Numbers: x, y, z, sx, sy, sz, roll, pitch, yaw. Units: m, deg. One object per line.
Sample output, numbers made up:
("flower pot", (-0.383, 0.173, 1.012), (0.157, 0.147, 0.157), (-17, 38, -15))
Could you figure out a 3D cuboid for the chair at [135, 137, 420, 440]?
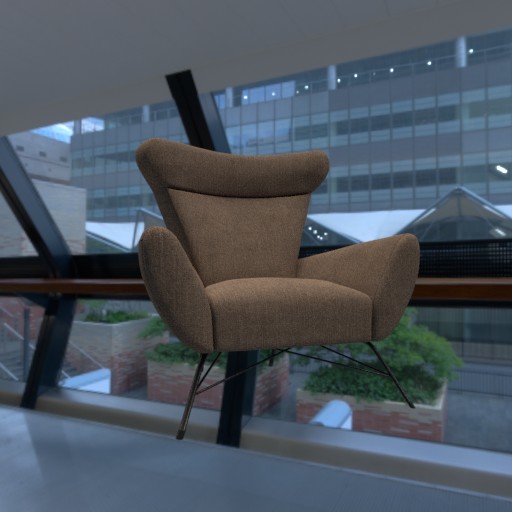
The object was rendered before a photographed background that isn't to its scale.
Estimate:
("chair", (0.000, 0.000, 1.790), (0.980, 1.040, 0.900), (0, -1, -20))
